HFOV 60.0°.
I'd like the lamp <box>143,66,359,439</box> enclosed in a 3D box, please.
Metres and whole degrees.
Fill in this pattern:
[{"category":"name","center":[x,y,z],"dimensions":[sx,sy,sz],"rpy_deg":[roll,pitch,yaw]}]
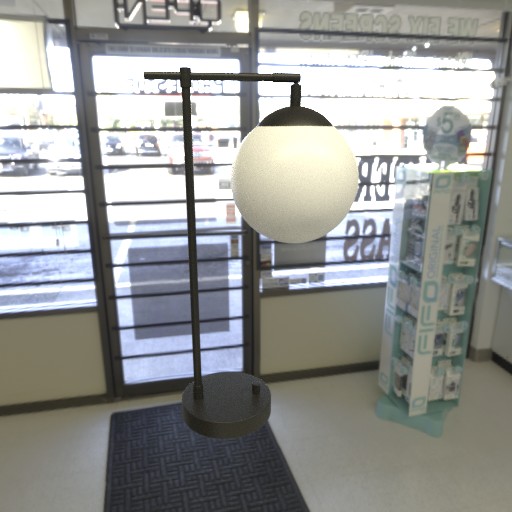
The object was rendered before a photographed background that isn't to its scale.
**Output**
[{"category":"lamp","center":[0.000,0.000,0.713],"dimensions":[0.316,0.559,0.197],"rpy_deg":[-3,16,-9]}]
